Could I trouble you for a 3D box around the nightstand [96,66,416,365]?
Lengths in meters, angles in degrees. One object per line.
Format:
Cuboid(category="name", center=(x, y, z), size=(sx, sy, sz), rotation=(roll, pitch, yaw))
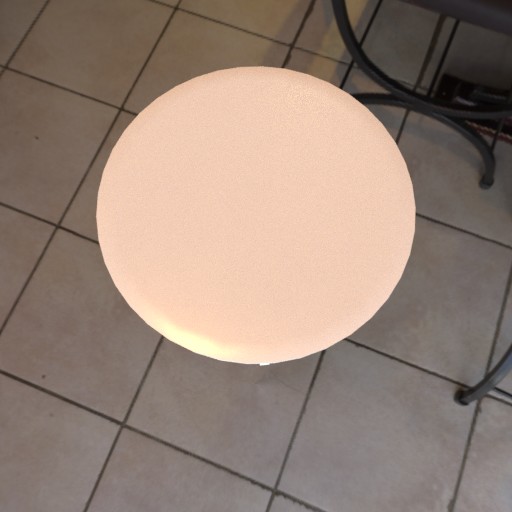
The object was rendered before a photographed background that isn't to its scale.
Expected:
Cuboid(category="nightstand", center=(0.000, 0.000, 1.028), size=(0.513, 0.653, 0.513), rotation=(3, 74, 1))
